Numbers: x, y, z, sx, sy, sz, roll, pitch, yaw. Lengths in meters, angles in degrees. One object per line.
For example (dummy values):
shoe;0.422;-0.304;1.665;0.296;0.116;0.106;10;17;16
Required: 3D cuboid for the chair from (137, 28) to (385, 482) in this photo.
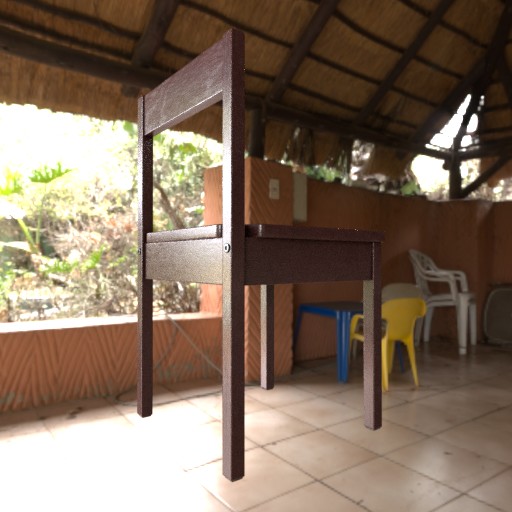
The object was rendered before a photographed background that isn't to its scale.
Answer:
chair;0.000;0.000;0.897;0.361;0.668;0.367;0;-1;-37
